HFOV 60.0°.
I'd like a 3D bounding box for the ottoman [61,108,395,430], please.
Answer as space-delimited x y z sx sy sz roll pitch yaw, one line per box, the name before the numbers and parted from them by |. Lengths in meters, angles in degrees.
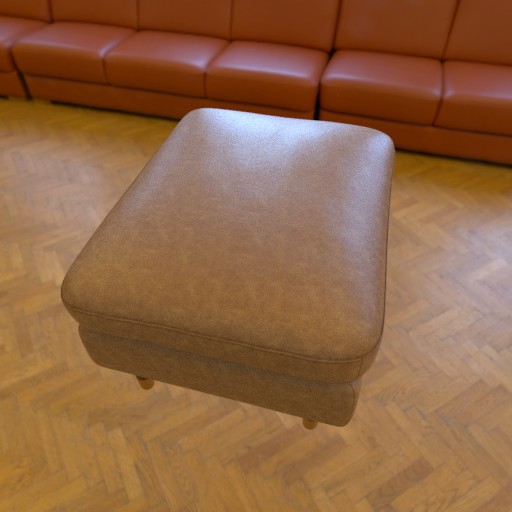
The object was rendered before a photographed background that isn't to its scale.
ottoman | 0.000 0.000 1.110 0.593 0.478 0.747 10 47 10
